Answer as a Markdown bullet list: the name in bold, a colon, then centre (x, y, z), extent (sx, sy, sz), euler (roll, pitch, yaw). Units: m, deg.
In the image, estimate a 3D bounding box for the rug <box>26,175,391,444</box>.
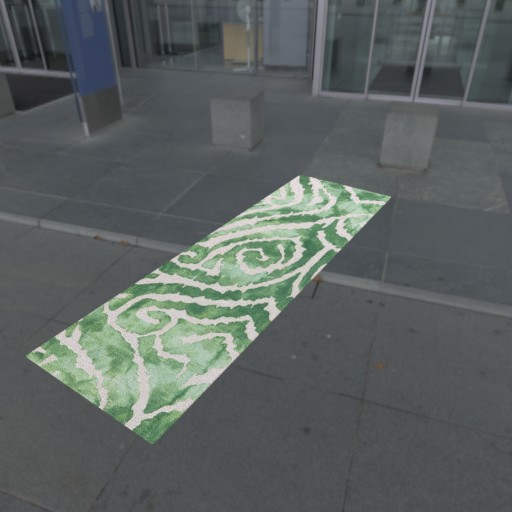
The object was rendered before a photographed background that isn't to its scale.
- **rug**: centre (0.000, 0.000, 2.588), extent (0.761, 0.006, 2.438), euler (20, 38, 28)
